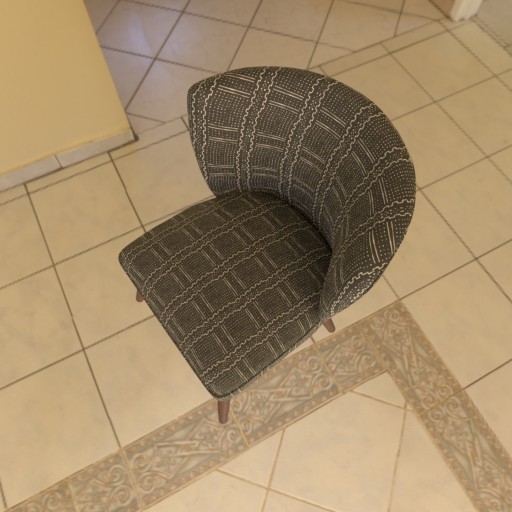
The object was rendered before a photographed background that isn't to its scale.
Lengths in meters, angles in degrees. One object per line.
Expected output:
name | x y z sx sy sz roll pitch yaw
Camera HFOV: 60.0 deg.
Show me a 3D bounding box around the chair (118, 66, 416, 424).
chair | 0.000 0.000 1.399 0.758 0.866 0.710 -34 69 -15
